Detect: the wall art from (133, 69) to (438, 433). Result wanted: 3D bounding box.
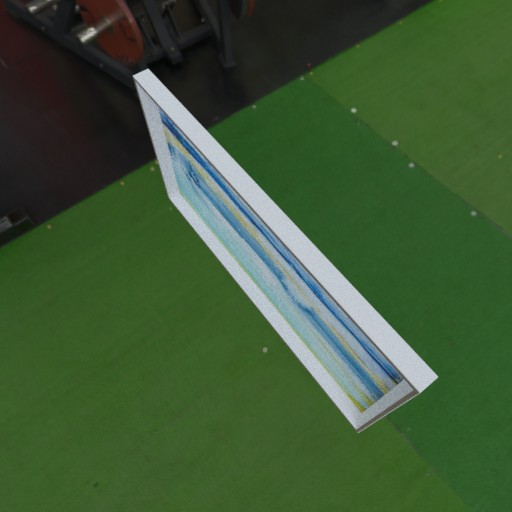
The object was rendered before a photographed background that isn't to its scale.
[{"bbox_3d":[0.000,0.000,0.969,0.038,0.431,0.812,-33,66,-17],"label":"wall art"}]
